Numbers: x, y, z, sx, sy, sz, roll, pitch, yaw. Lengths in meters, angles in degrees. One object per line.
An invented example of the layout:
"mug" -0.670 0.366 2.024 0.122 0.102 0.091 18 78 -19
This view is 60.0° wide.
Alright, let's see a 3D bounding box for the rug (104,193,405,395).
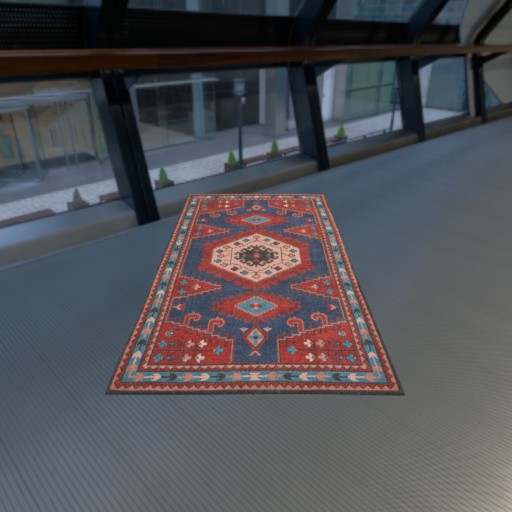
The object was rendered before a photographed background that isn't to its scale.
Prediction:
"rug" 0.000 0.000 3.584 1.522 0.034 3.032 0 27 0
